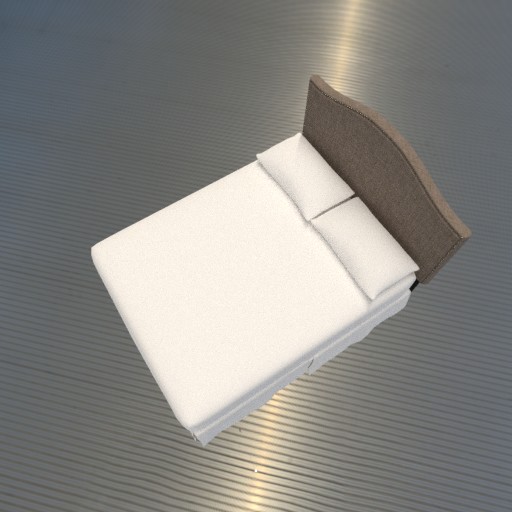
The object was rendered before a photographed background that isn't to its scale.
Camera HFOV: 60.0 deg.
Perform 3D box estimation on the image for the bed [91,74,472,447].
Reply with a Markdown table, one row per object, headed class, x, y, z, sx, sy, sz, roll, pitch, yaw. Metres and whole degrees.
| class | x | y | z | sx | sy | sz | roll | pitch | yaw |
| --- | --- | --- | --- | --- | --- | --- | --- | --- | --- |
| bed | 0.000 | 0.000 | 3.298 | 2.153 | 1.518 | 1.713 | -30 | 68 | -14 |
